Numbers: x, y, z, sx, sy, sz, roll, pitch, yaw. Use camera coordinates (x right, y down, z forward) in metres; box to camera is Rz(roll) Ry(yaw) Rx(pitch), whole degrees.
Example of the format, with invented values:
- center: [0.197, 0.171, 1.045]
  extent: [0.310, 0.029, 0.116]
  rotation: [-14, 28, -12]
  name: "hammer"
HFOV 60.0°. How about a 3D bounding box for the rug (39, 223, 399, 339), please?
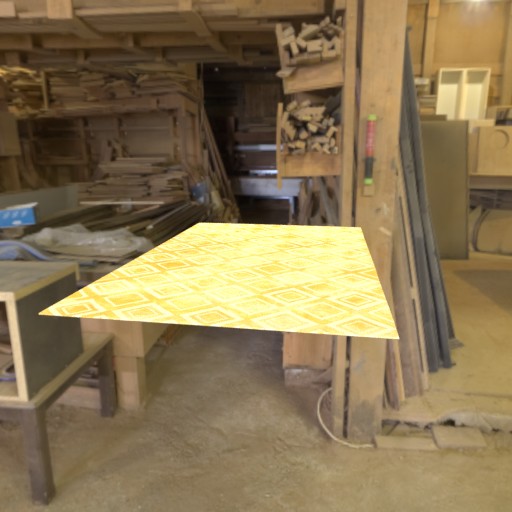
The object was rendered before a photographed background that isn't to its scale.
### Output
- center: [0.000, 0.000, 2.958]
  extent: [1.511, 0.010, 2.424]
  rotation: [2, 14, 9]
  name: "rug"
